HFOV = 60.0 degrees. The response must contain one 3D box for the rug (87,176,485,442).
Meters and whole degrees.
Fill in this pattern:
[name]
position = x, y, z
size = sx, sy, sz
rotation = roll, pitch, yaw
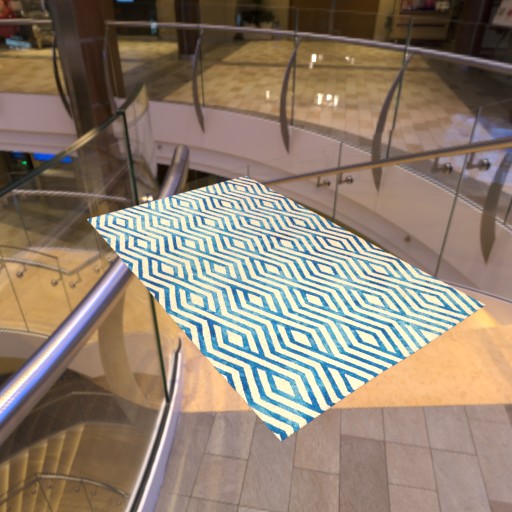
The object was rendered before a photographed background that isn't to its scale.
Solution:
[rug]
position = 0.000, 0.000, 3.033
size = 1.531, 0.008, 2.439
rotation = -21, 38, -30
